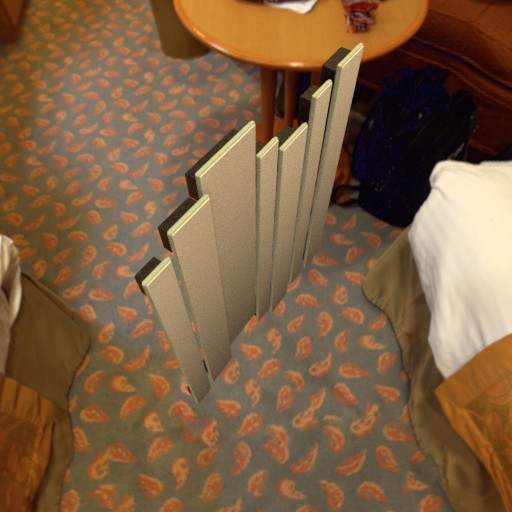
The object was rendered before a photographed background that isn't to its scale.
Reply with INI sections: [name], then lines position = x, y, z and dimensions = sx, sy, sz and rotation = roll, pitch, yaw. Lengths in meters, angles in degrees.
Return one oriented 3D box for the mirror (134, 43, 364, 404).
[mirror]
position = 0.000, 0.000, 0.786
dimensions = 0.058, 0.611, 0.445
rotation = 31, 63, 18
